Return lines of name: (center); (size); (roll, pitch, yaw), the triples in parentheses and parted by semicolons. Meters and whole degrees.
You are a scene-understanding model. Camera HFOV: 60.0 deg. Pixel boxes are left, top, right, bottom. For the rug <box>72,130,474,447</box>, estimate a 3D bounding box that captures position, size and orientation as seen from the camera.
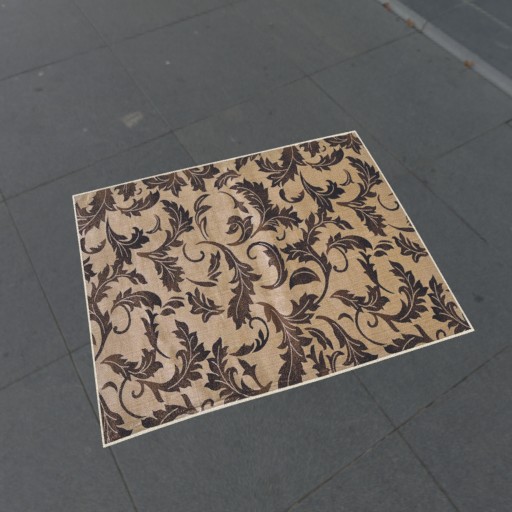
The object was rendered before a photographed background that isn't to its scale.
rug: (0.000, 0.000, 3.921); (2.977, 0.008, 2.380); (-15, 60, -9)
